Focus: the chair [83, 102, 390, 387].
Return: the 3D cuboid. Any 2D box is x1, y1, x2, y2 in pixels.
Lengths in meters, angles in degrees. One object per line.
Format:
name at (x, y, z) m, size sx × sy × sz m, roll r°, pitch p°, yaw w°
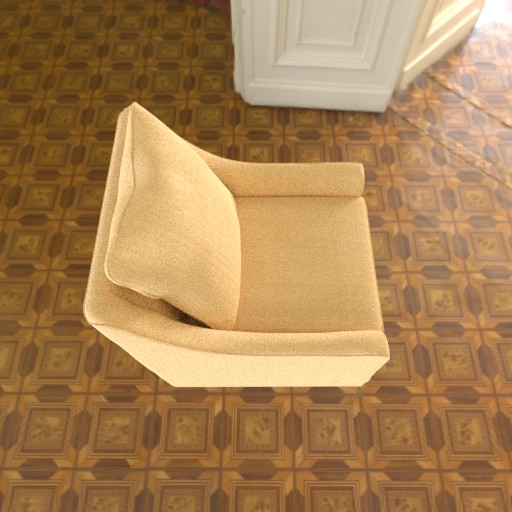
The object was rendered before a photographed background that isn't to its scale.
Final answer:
chair at (0.000, 0.000, 1.584) m, size 0.876 × 0.927 × 0.760 m, roll 0°, pitch 63°, yaw 0°
